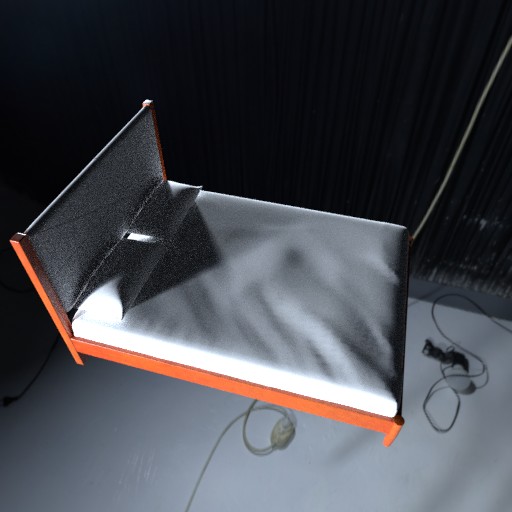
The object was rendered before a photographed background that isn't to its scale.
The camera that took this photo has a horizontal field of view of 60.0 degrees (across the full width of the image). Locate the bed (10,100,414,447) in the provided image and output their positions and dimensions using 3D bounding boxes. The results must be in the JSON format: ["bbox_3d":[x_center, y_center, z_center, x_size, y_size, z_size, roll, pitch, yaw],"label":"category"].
[{"bbox_3d":[0.000,0.000,2.945,2.117,1.165,1.566,11,47,11],"label":"bed"}]
